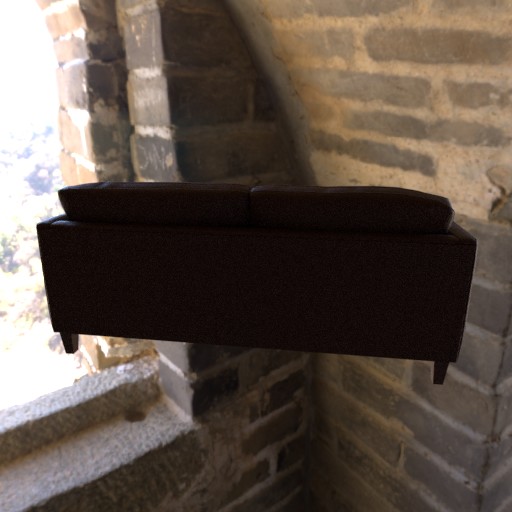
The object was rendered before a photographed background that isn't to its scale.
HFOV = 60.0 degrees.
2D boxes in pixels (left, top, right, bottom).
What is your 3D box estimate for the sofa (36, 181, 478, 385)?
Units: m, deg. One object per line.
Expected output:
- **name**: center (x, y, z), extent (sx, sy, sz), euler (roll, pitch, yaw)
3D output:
- **sofa**: center (0.000, 0.000, 2.416), extent (1.971, 0.863, 0.923), euler (3, 17, 8)
